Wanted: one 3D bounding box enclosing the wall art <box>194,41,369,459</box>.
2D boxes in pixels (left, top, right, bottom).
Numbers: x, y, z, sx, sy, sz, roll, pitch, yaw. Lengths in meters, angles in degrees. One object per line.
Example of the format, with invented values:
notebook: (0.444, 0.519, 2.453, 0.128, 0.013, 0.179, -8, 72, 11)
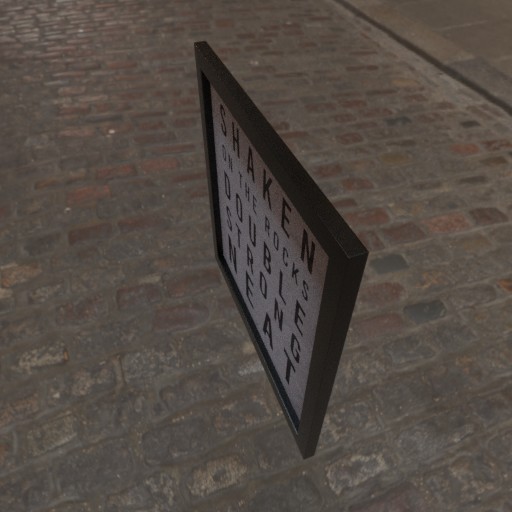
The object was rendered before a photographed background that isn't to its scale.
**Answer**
wall art: (0.000, 0.000, 0.508, 0.014, 0.349, 0.349, -16, 49, -14)
